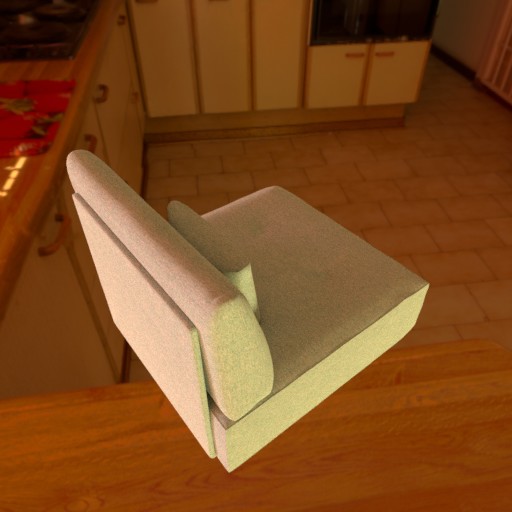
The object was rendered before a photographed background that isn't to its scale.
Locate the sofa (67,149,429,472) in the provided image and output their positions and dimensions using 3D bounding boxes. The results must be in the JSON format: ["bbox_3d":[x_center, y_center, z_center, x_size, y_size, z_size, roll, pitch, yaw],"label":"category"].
[{"bbox_3d":[0.000,0.000,1.703,1.000,0.820,0.930,-28,48,-28],"label":"sofa"}]
